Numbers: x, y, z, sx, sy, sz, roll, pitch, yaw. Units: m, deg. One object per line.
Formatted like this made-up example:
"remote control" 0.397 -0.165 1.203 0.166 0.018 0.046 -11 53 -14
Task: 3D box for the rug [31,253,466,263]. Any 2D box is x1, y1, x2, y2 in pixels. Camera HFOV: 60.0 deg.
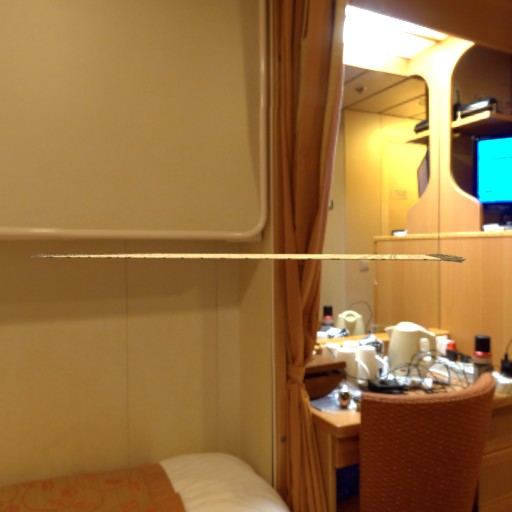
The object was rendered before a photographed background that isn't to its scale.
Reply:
"rug" 0.000 0.000 3.061 2.472 0.035 1.495 0 1 18
